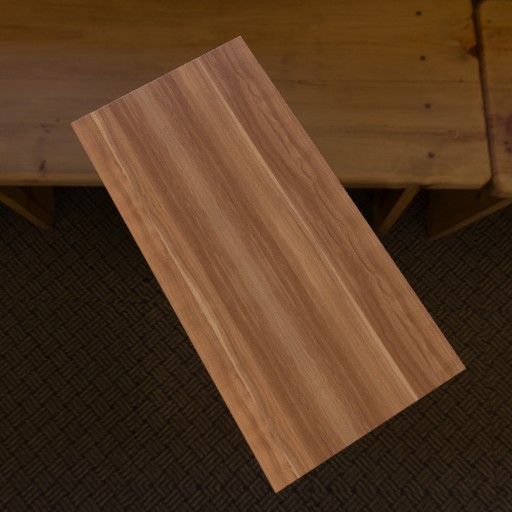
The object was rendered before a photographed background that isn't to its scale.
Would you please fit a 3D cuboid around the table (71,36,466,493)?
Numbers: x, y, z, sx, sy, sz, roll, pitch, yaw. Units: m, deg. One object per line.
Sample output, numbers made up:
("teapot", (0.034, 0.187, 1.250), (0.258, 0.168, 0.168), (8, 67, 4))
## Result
("table", (0.000, 0.000, 2.494), (1.000, 0.770, 2.000), (-30, 79, -6))
